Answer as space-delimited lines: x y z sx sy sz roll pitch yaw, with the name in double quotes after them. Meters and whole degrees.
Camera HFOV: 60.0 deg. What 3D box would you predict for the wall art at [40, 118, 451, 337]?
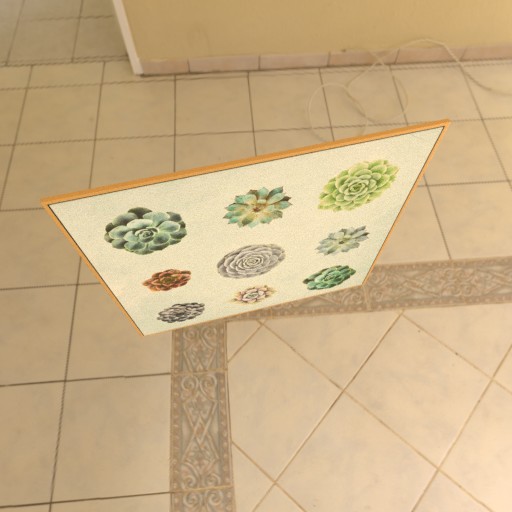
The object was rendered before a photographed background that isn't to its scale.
0.000 0.000 1.437 0.962 0.959 0.013 -13 63 -7 "wall art"
